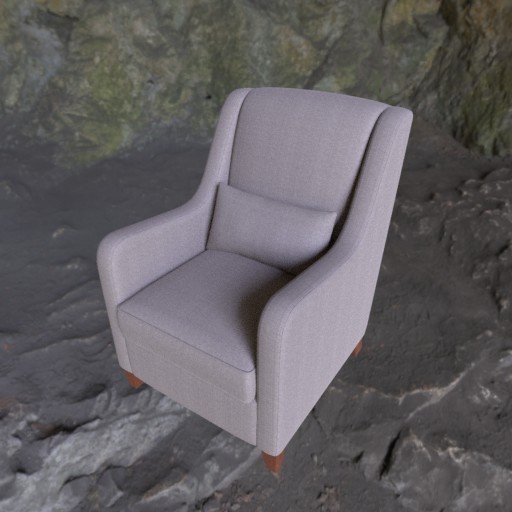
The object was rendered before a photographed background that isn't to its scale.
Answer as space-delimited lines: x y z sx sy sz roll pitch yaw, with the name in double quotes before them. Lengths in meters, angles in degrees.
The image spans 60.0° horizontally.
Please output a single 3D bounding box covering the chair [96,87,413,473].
"chair" 0.000 0.000 1.601 0.715 1.017 0.890 19 36 28
